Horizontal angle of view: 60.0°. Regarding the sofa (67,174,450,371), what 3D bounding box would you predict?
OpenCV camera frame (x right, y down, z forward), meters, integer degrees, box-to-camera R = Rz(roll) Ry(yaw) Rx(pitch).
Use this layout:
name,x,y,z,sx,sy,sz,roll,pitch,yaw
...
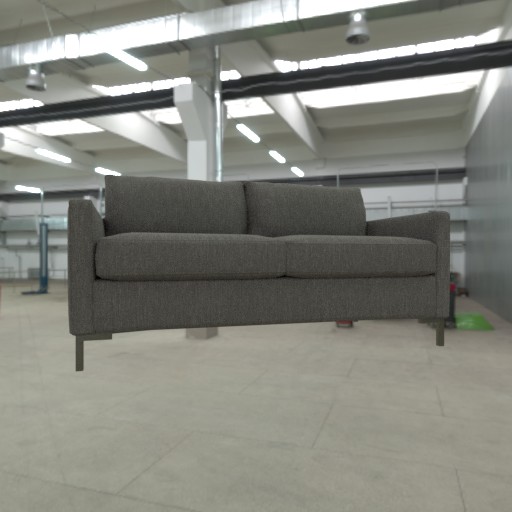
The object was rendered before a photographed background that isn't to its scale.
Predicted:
name,x,y,z,sx,sy,sz,roll,pitch,yaw
sofa,0.000,0.000,2.217,1.682,0.840,0.875,0,0,-17
